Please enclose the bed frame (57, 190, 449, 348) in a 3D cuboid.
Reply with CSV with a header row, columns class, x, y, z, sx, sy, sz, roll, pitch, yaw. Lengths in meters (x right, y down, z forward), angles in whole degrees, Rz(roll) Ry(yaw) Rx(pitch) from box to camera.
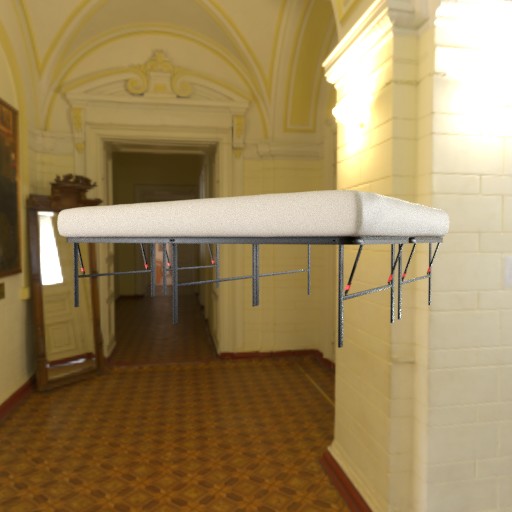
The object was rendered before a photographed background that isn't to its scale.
class,x,y,z,sx,sy,sz,roll,pitch,yaw
bed frame,0.000,0.000,2.929,2.151,0.667,1.584,2,3,35
